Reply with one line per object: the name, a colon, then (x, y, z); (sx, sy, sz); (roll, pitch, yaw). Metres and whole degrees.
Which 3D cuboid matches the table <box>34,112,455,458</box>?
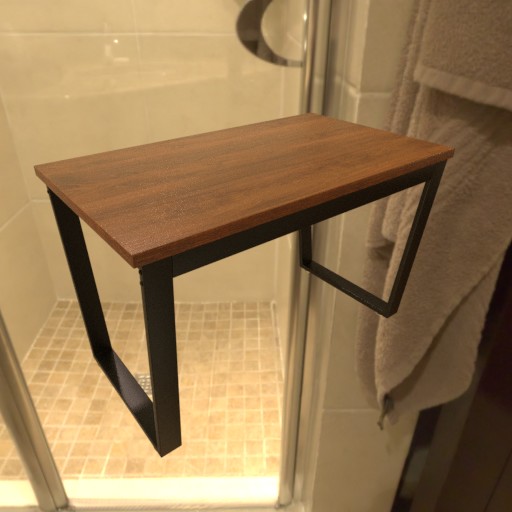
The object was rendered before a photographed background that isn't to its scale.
table: (0.000, 0.000, 1.652); (1.205, 0.760, 0.714); (-22, 36, -32)
